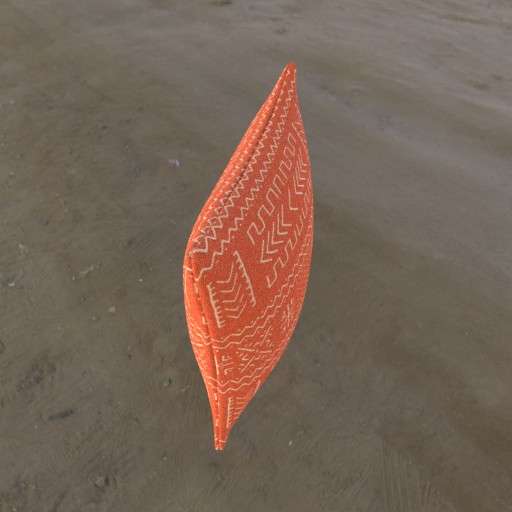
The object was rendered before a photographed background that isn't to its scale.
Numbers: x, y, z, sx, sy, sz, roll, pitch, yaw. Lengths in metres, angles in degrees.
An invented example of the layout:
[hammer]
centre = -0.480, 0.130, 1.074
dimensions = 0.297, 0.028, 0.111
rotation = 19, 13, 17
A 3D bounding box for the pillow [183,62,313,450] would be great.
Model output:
[pillow]
centre = 0.000, 0.000, 0.674
dimensions = 0.164, 0.429, 0.438
rotation = 11, 47, 10
